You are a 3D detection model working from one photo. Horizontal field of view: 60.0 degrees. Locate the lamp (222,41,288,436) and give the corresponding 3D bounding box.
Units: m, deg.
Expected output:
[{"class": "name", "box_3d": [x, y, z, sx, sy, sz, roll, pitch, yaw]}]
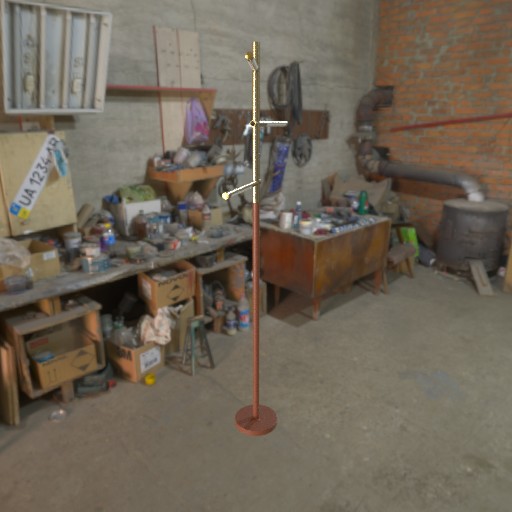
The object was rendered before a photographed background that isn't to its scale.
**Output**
[{"class": "lamp", "box_3d": [0.000, 0.000, 1.934, 0.209, 1.704, 0.737, 2, 17, 8]}]
